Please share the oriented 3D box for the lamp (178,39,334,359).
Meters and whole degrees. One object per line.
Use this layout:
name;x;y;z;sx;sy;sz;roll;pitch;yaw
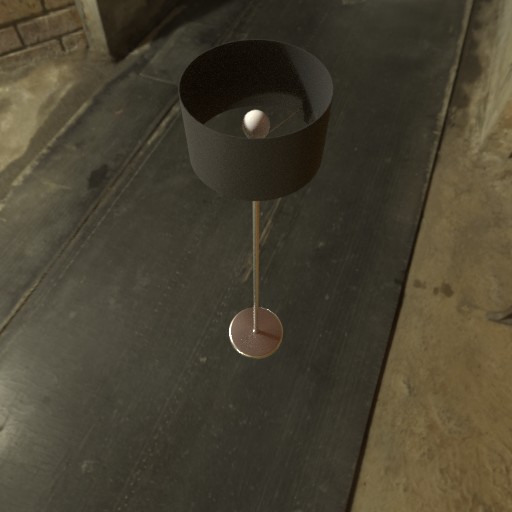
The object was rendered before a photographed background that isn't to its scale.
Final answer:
lamp;0.000;0.000;1.604;0.348;1.443;0.348;-14;59;-9
